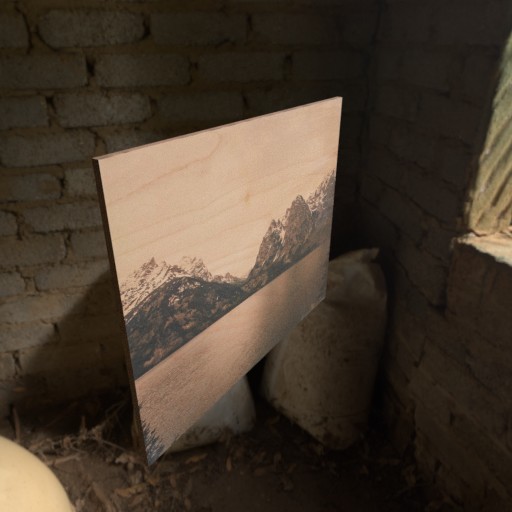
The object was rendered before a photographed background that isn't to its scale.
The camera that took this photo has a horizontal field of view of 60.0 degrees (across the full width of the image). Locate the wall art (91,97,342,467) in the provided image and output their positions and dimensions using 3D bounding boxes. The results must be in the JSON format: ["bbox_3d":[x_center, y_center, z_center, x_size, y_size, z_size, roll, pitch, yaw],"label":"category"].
[{"bbox_3d":[0.000,0.000,0.677,0.010,0.408,0.508,18,32,31],"label":"wall art"}]
